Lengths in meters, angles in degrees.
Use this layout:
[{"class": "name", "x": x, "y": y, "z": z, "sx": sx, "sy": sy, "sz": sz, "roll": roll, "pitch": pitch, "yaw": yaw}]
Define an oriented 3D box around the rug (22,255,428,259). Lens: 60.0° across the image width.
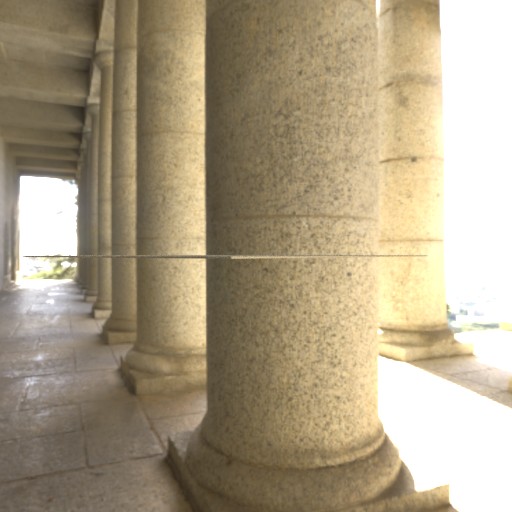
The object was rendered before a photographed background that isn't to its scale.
[{"class": "rug", "x": 0.000, "y": 0.000, "z": 2.323, "sx": 1.220, "sy": 0.007, "sz": 1.828, "roll": 0, "pitch": 0, "yaw": 37}]
